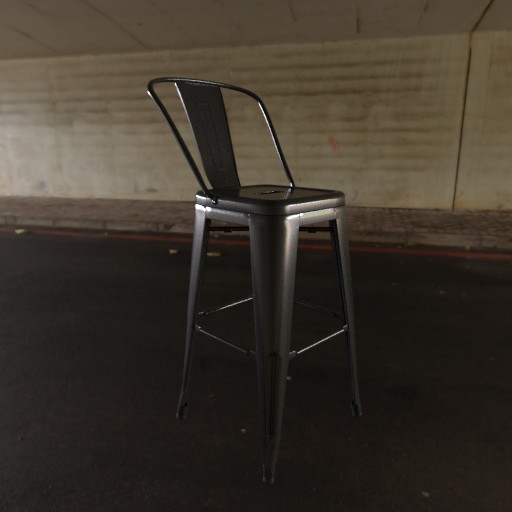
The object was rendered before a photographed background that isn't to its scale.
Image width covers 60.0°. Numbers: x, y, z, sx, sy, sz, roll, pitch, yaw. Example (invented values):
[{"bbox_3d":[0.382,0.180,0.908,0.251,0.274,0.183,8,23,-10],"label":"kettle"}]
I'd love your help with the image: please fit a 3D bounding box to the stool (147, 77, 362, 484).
[{"bbox_3d":[0.000,0.000,1.306,0.432,1.022,0.528,-14,20,-43],"label":"stool"}]
